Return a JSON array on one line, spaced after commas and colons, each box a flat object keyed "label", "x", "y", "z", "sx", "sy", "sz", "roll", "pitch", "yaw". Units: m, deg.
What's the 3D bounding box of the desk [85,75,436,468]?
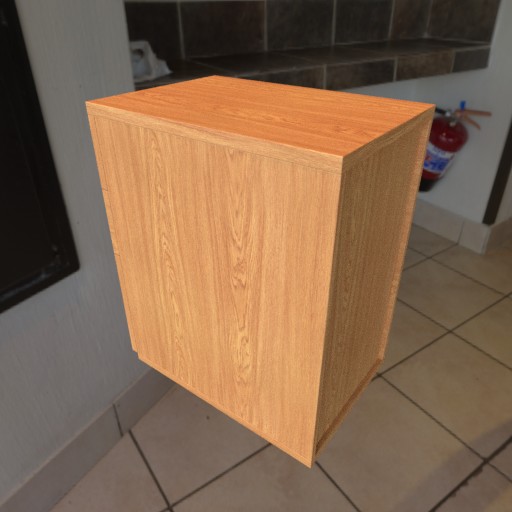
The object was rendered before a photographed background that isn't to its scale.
[{"label": "desk", "x": 0.000, "y": 0.000, "z": 1.092, "sx": 0.600, "sy": 0.730, "sz": 0.404, "roll": 21, "pitch": 37, "yaw": 31}]
